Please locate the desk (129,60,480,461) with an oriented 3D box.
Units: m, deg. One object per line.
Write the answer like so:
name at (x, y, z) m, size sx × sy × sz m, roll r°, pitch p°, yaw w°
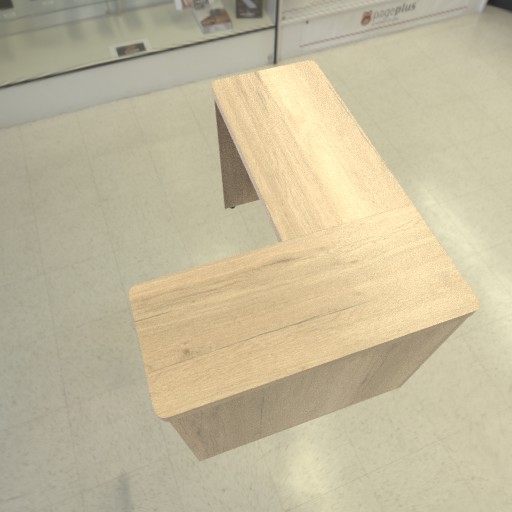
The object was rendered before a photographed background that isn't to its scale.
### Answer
desk at (0.000, 0.000, 1.734) m, size 0.900 × 0.760 × 1.169 m, roll -16°, pitch 59°, yaw -10°
